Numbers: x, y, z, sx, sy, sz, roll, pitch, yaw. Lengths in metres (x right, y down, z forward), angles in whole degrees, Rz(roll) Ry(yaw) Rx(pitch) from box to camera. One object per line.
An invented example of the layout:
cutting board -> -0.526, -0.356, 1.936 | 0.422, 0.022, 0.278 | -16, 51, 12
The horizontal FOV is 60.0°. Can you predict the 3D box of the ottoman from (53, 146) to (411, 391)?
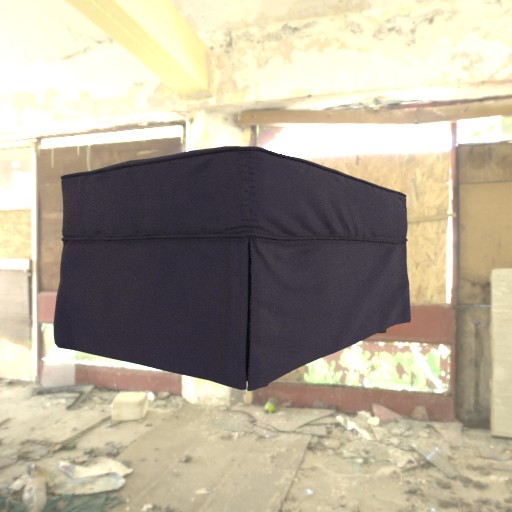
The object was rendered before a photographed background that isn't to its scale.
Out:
ottoman -> 0.000, 0.000, 1.304 | 0.637, 0.503, 0.938 | 1, 1, 36
